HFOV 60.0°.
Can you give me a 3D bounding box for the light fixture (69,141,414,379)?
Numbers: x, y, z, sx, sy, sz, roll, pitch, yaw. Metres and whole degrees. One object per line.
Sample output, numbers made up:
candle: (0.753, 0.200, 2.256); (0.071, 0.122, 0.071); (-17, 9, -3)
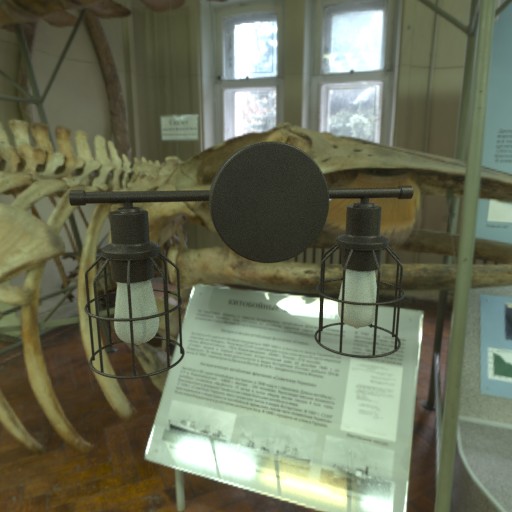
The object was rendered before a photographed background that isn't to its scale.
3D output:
light fixture: (0.000, 0.000, 0.516); (0.406, 0.254, 0.165); (-2, 13, -10)
